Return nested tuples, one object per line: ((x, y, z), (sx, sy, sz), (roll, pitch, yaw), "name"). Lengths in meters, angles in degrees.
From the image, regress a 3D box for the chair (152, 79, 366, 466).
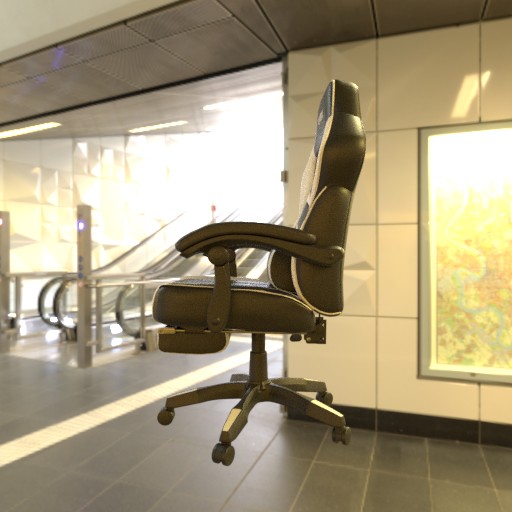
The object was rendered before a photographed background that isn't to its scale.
((0.000, 0.000, 1.584), (0.700, 1.200, 0.676), (0, 0, 0), "chair")
